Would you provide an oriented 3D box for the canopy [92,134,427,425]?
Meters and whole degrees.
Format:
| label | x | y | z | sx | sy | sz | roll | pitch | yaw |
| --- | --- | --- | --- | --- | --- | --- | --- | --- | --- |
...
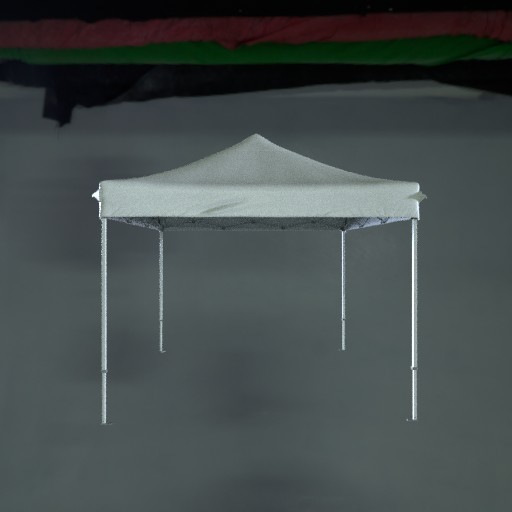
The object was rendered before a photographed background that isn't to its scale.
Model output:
| label | x | y | z | sx | sy | sz | roll | pitch | yaw |
| --- | --- | --- | --- | --- | --- | --- | --- | --- | --- |
| canopy | 0.000 | 0.000 | 5.460 | 2.996 | 2.998 | 2.994 | 0 | 1 | -2 |
